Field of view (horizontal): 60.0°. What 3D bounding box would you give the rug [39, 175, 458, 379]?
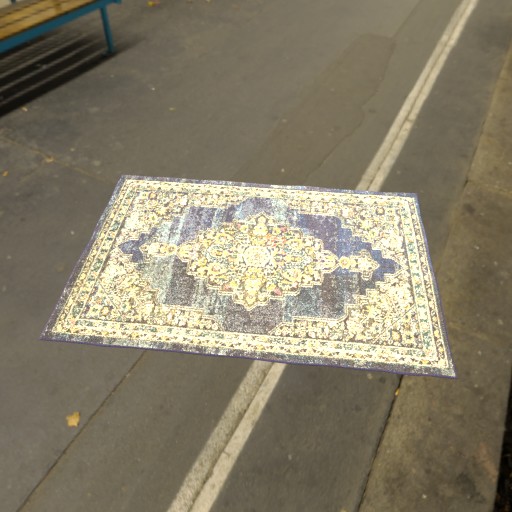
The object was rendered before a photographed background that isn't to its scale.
[{"bbox_3d":[0.000,0.000,2.261,1.781,0.012,1.184,4,48,4],"label":"rug"}]
